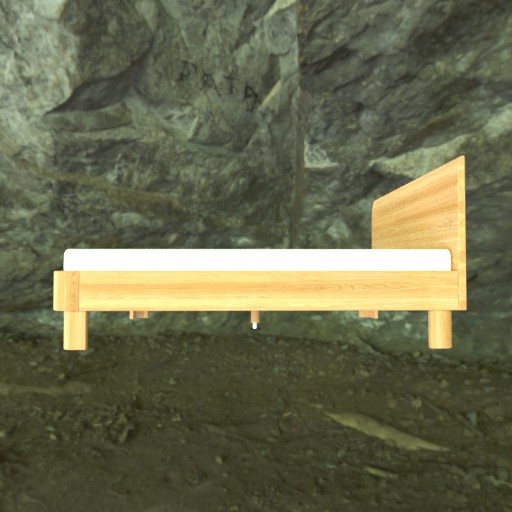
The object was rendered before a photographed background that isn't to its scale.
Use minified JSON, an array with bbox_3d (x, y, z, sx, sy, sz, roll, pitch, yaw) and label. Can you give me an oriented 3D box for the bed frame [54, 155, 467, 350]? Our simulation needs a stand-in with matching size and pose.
[{"bbox_3d":[0.000,0.000,2.849,1.992,0.940,1.472,0,-1,-1],"label":"bed frame"}]
